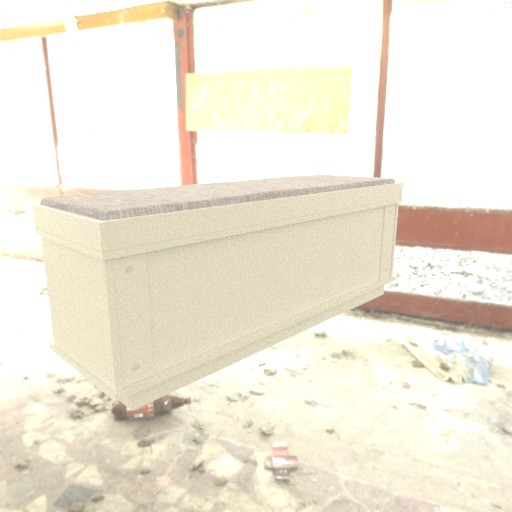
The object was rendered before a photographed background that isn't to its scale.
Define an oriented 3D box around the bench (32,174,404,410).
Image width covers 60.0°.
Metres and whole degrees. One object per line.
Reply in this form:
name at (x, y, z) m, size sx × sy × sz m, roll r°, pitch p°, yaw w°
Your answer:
bench at (0.000, 0.000, 1.417) m, size 0.363 × 0.453 × 1.196 m, roll 14°, pitch 20°, yaw 43°
